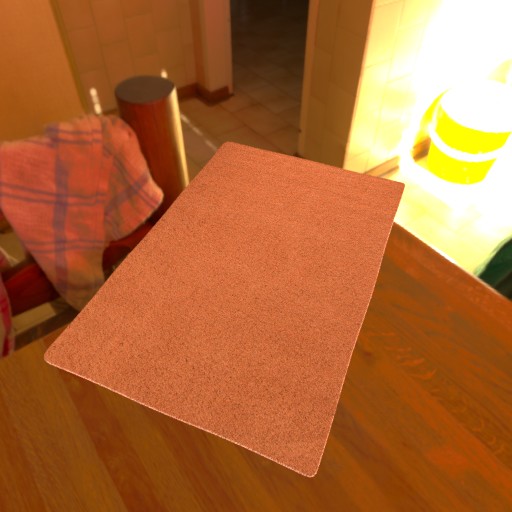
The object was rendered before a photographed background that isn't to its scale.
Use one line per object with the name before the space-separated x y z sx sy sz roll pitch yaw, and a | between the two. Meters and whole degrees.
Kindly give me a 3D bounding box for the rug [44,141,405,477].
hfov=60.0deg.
rug | 0.000 0.000 3.391 1.801 0.024 2.700 17 49 15
